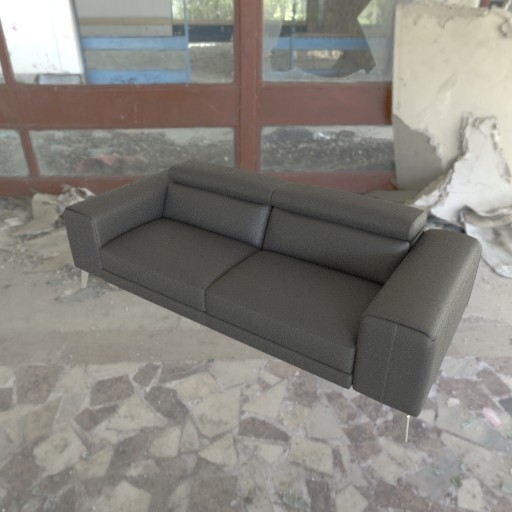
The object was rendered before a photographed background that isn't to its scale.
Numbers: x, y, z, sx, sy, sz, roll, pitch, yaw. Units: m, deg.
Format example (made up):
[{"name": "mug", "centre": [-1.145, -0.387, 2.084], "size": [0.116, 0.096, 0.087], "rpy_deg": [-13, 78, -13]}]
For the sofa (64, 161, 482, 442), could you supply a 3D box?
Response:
[{"name": "sofa", "centre": [0.000, 0.000, 2.701], "size": [2.321, 0.759, 1.023], "rpy_deg": [18, 34, 29]}]
